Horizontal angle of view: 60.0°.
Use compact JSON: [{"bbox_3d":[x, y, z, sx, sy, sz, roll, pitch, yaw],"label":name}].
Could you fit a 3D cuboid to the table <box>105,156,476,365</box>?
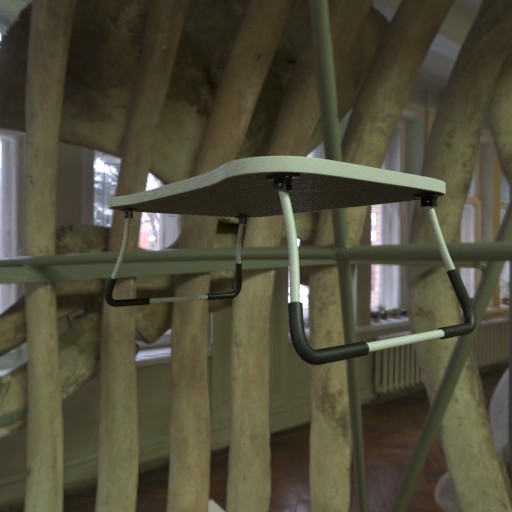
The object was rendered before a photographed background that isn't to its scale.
[{"bbox_3d":[0.000,0.000,0.831,0.400,0.232,0.660,0,0,-36],"label":"table"}]
